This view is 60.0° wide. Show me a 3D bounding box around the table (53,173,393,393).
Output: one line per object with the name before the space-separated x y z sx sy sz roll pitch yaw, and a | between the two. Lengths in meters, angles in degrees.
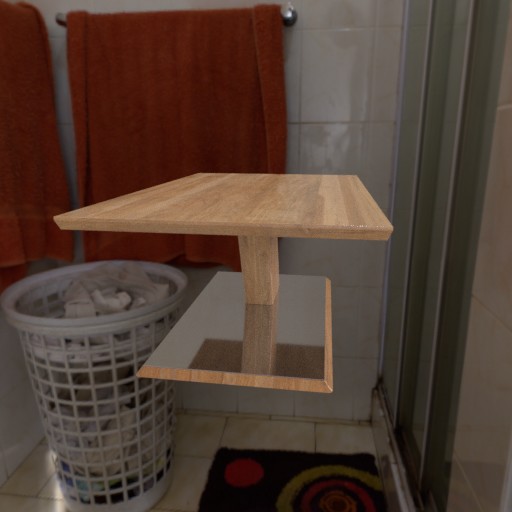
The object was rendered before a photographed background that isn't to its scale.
table | 0.000 0.000 1.462 0.692 0.441 1.100 2 16 9
